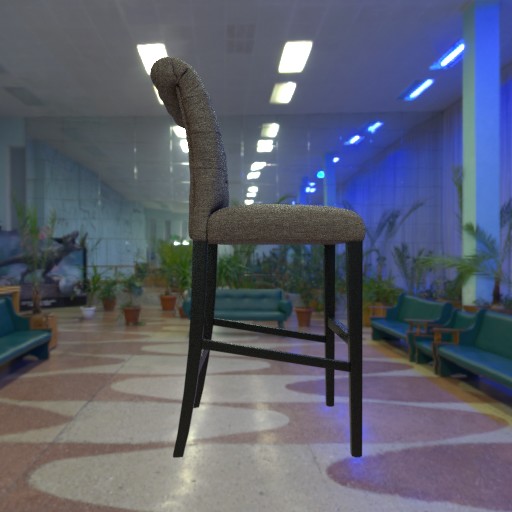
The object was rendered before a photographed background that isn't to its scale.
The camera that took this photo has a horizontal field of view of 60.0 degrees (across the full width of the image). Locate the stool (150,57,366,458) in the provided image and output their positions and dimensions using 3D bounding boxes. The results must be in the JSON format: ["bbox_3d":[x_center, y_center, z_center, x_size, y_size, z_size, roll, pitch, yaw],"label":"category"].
[{"bbox_3d":[0.000,0.000,1.452,0.613,1.131,0.452,0,0,-1],"label":"stool"}]
